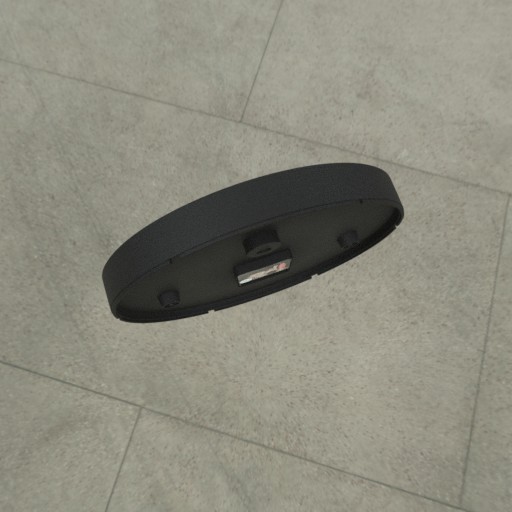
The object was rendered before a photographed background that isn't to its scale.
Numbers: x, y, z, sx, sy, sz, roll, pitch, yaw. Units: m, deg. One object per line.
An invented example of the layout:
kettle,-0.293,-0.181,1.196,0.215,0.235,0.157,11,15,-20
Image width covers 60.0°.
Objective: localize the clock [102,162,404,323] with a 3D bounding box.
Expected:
clock,0.000,0.000,0.445,0.293,0.293,0.040,-18,76,-5
